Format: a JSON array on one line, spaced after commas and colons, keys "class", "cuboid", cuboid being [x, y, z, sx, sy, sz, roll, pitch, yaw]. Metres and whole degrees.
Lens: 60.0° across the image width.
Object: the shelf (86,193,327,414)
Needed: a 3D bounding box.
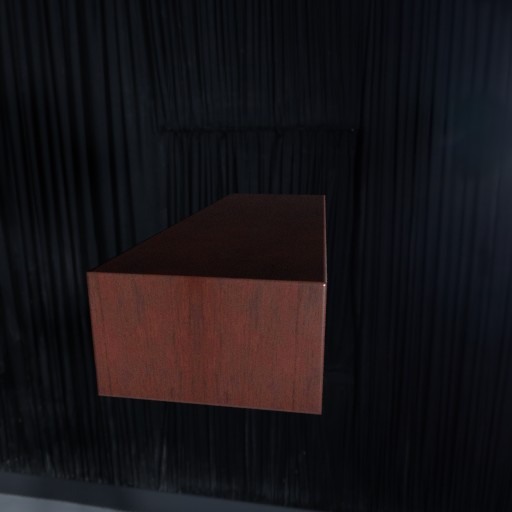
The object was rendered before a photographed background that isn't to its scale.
[{"class": "shelf", "cuboid": [0.000, 0.000, 0.503, 0.152, 0.088, 0.457, 2, 14, 8]}]
